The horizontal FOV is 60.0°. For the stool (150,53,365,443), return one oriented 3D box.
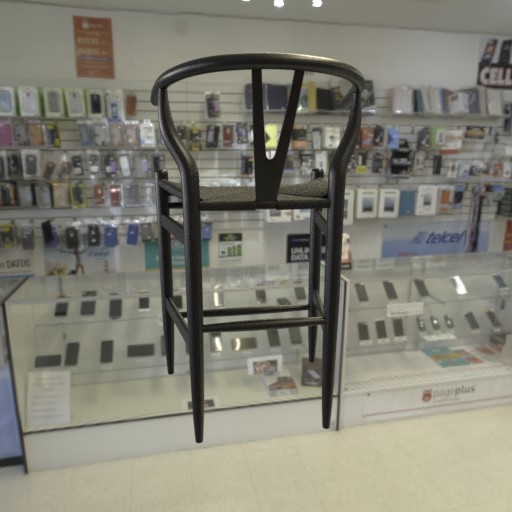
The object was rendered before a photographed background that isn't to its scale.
[{"bbox_3d":[0.000,0.000,1.270,0.569,0.970,0.579,-2,14,-10],"label":"stool"}]
